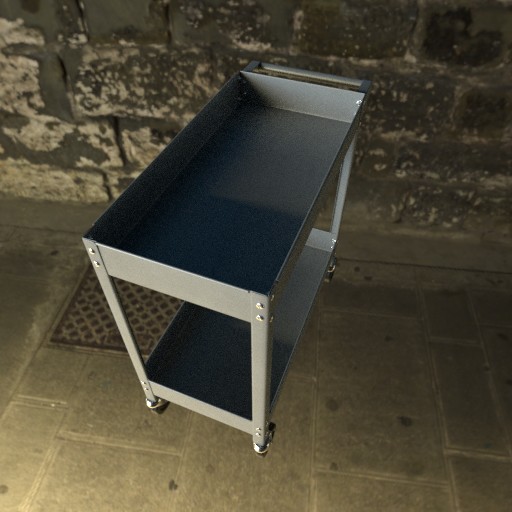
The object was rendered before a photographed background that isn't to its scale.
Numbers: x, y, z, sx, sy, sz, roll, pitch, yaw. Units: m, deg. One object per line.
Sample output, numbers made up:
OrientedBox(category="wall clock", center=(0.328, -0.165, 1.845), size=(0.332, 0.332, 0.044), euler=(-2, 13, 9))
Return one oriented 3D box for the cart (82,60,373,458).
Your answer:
OrientedBox(category="cart", center=(0.000, 0.000, 1.198), size=(0.366, 0.719, 0.779), euler=(16, 49, 15))
